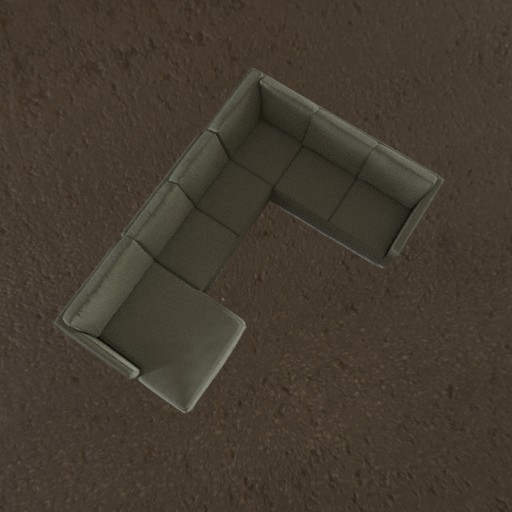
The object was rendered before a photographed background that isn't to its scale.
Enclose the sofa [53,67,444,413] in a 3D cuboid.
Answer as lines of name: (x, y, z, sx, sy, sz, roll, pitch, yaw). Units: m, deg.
sofa: (0.000, 0.000, 4.642, 2.440, 0.869, 3.434, 33, 79, 8)
